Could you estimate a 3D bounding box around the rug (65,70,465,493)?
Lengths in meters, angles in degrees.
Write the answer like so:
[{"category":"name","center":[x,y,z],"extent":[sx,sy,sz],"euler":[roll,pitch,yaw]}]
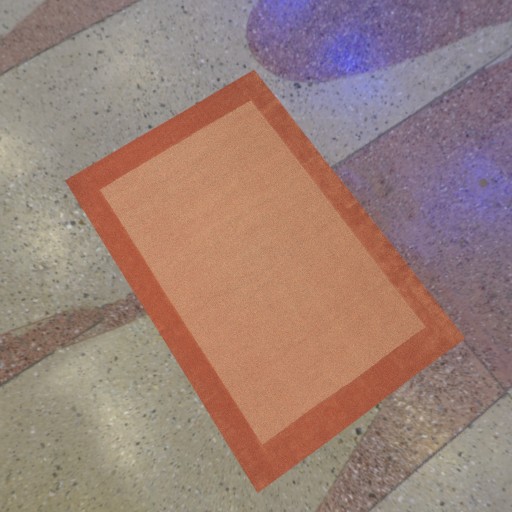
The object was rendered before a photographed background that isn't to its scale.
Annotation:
[{"category":"rug","center":[0.000,0.000,2.258],"extent":[1.219,0.014,1.829],"euler":[-33,78,-8]}]
